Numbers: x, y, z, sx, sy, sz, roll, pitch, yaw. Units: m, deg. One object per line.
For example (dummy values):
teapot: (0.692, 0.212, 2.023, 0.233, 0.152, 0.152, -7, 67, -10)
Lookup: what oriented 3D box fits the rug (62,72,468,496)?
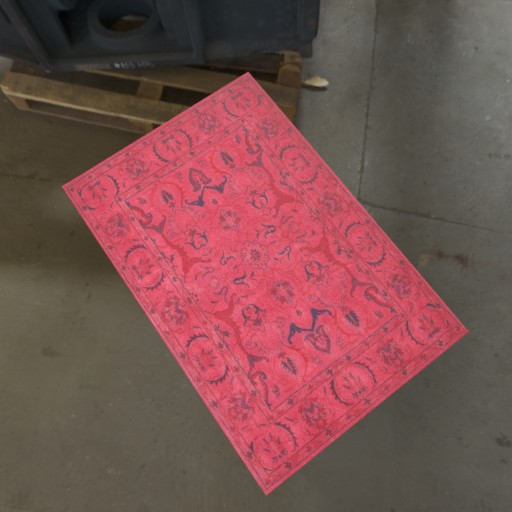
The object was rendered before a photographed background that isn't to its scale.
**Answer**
rug: (0.000, 0.000, 2.229, 1.209, 0.008, 1.814, -35, 77, -9)
